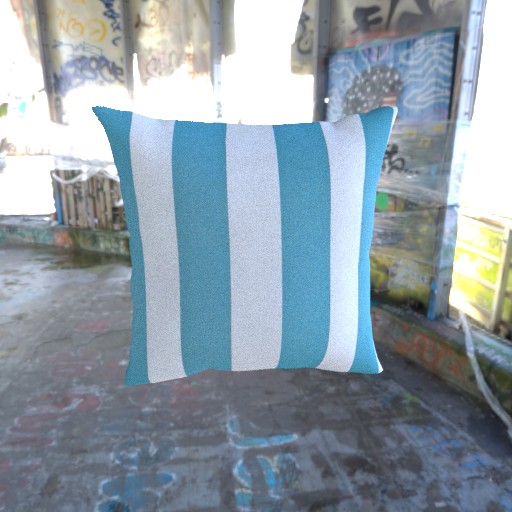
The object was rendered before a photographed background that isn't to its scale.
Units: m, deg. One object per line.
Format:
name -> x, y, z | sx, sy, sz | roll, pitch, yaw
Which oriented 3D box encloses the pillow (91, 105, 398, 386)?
pillow -> 0.000, 0.000, 0.814 | 0.536, 0.526, 0.189 | -2, 16, -8
